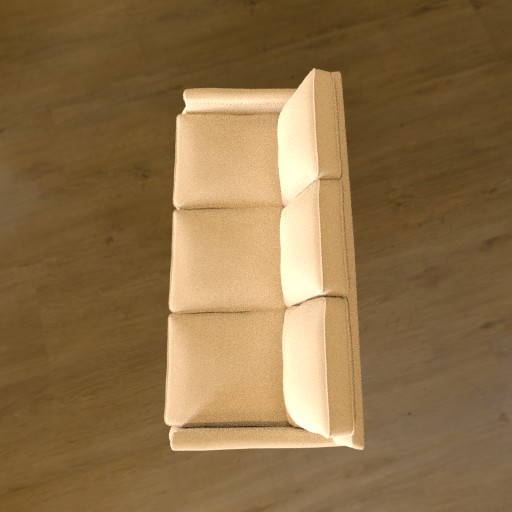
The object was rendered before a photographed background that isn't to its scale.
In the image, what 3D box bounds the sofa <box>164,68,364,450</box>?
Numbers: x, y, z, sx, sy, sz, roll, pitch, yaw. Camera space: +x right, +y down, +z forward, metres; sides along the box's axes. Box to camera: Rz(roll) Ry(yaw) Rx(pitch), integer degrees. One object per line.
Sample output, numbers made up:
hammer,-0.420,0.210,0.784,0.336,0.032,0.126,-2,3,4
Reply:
sofa,0.000,0.000,2.793,1.084,1.003,2.246,0,76,0
